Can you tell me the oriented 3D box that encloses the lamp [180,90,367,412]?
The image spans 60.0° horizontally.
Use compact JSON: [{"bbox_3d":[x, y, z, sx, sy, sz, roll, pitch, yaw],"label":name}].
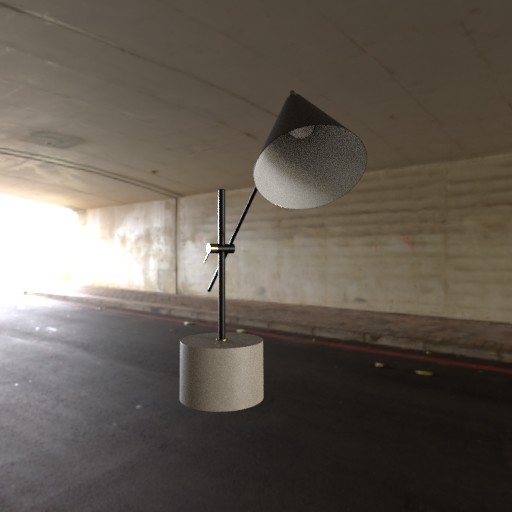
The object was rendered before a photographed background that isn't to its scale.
[{"bbox_3d":[0.000,0.000,0.719,0.214,0.518,0.403,0,0,-18],"label":"lamp"}]
